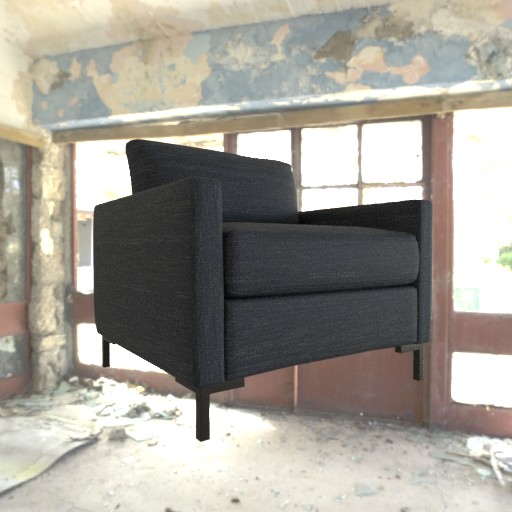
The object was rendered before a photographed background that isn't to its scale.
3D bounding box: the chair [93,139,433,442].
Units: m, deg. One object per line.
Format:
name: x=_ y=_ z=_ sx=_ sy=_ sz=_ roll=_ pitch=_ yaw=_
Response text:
chair: x=0.000 y=0.000 z=1.619 sx=0.963 sy=0.861 sz=0.866 roll=-1 pitch=1 yaw=-35
